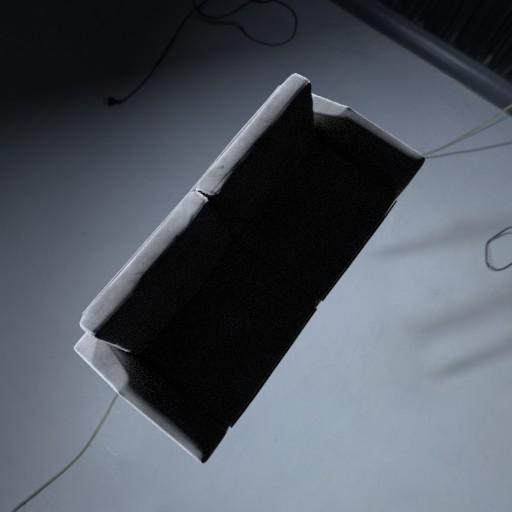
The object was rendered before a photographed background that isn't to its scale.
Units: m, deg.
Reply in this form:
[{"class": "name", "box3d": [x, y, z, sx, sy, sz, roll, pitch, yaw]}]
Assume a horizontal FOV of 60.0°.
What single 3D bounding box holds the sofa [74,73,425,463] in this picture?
[{"class": "sofa", "box3d": [0.000, 0.000, 2.312, 0.849, 0.859, 1.837, 36, 78, 9]}]
